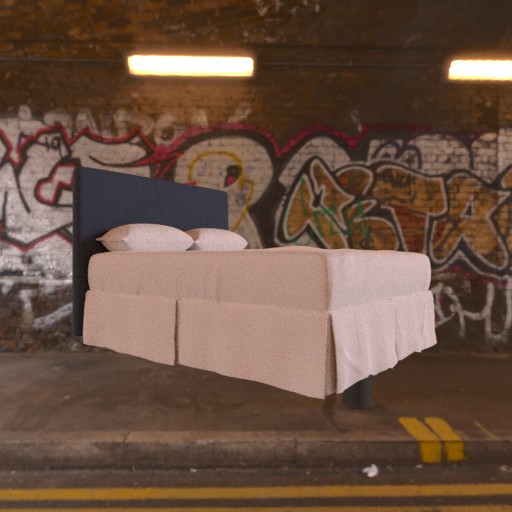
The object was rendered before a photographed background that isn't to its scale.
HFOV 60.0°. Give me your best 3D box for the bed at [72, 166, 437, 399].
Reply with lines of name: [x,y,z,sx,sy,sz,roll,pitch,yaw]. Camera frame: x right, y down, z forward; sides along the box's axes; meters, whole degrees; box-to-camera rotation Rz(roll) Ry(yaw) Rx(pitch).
bed: [0.000,0.000,3.266,2.162,1.330,1.713,0,0,38]
